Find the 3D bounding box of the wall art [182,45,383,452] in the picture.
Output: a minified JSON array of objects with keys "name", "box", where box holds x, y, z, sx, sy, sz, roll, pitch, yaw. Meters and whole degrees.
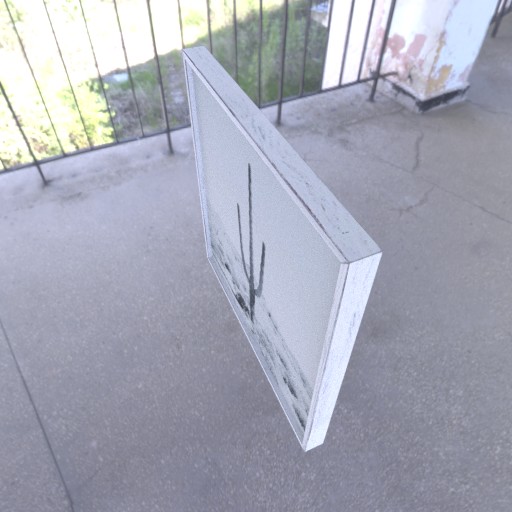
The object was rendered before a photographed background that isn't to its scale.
[{"name":"wall art","box":[0.000,0.000,0.760,0.038,0.508,0.508,-18,50,-16]}]
